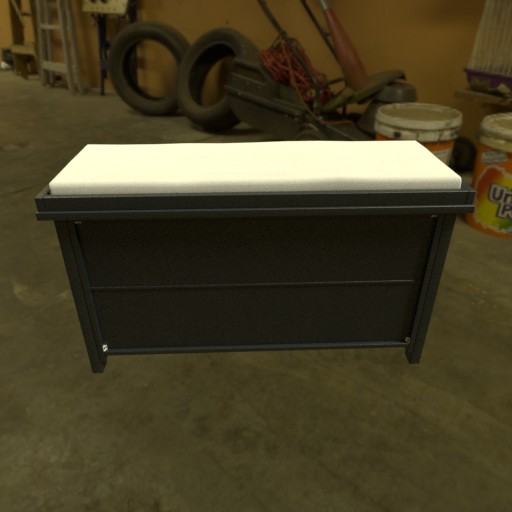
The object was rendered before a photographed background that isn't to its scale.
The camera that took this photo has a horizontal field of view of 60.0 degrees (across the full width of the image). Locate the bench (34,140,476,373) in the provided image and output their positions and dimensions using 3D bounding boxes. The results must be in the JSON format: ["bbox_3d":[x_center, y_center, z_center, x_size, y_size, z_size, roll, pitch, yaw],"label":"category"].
[{"bbox_3d":[0.000,0.000,1.238,0.973,0.561,0.345,-1,31,-2],"label":"bench"}]
